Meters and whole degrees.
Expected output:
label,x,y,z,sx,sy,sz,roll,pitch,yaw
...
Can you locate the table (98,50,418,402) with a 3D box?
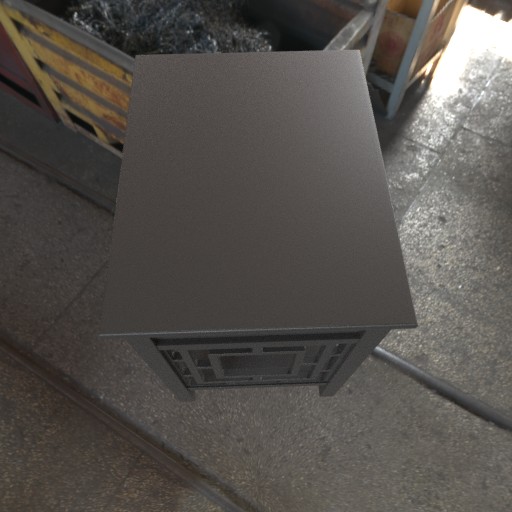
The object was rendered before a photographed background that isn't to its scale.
label,x,y,z,sx,sy,sz,roll,pitch,yaw
table,0.000,0.000,1.021,0.451,0.646,0.564,-2,63,-1
